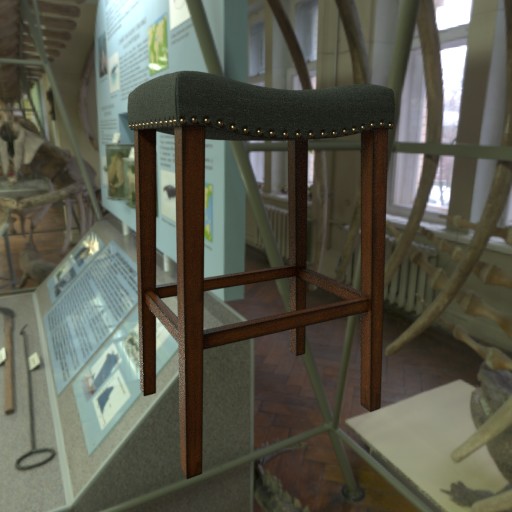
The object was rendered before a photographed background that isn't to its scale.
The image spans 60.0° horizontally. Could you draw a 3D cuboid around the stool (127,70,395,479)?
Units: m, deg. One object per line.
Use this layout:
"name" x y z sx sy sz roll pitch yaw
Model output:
"stool" 0.000 0.000 1.039 0.502 0.760 0.366 -8 17 -27
